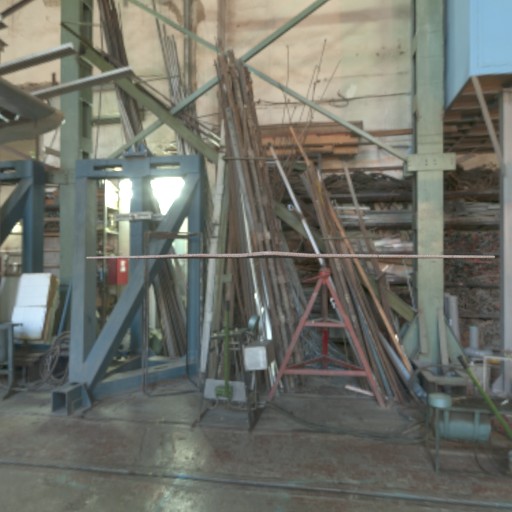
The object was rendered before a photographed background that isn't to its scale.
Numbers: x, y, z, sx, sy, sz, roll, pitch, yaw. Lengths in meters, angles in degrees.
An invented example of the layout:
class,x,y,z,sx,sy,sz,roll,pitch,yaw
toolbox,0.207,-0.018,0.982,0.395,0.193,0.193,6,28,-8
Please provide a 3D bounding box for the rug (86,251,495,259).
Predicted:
class,x,y,z,sx,sy,sz,roll,pitch,yaw
rug,0.000,0.000,2.285,1.230,0.025,1.837,0,-1,-35
